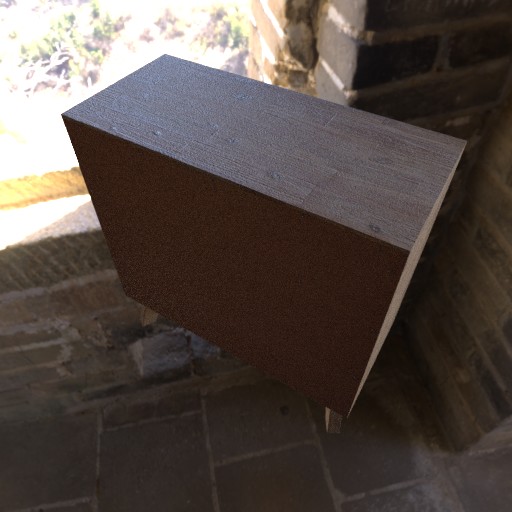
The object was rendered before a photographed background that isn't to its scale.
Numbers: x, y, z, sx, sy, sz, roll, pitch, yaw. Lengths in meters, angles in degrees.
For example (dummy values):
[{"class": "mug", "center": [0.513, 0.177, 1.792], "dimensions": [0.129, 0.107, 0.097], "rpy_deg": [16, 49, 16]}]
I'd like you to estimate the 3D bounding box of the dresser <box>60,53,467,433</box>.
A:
[{"class": "dresser", "center": [0.000, 0.000, 1.567], "dimensions": [0.998, 1.029, 0.455], "rpy_deg": [24, 52, 21]}]
